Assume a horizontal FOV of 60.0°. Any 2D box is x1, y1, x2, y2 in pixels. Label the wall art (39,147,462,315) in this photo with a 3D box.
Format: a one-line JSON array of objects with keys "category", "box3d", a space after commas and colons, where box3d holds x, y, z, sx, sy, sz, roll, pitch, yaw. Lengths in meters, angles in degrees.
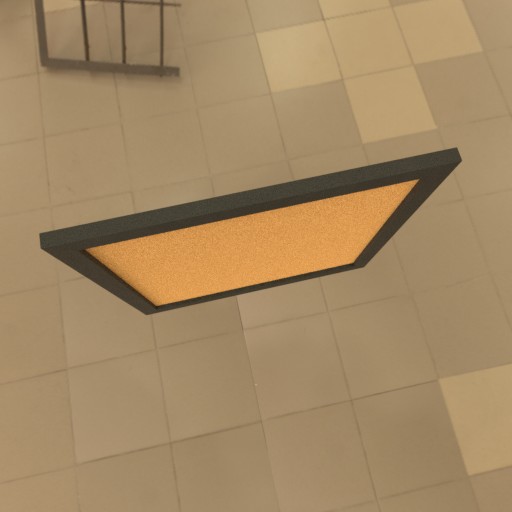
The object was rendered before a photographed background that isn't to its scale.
[{"category": "wall art", "box3d": [0.000, 0.000, 1.535, 1.016, 1.016, 0.038, -12, 74, -3]}]
